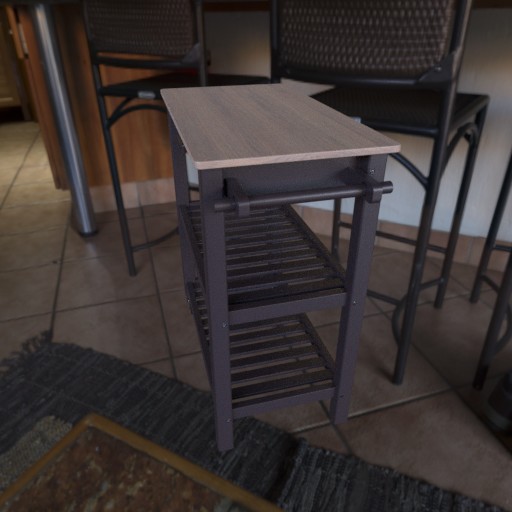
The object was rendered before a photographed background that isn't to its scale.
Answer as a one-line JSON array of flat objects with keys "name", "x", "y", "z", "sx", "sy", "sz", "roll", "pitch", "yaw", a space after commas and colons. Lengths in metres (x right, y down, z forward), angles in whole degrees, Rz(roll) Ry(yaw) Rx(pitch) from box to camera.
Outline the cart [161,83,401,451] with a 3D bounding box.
[{"name": "cart", "x": 0.000, "y": 0.000, "z": 1.472, "sx": 0.457, "sy": 0.927, "sz": 0.899, "roll": -8, "pitch": 31, "yaw": -13}]
